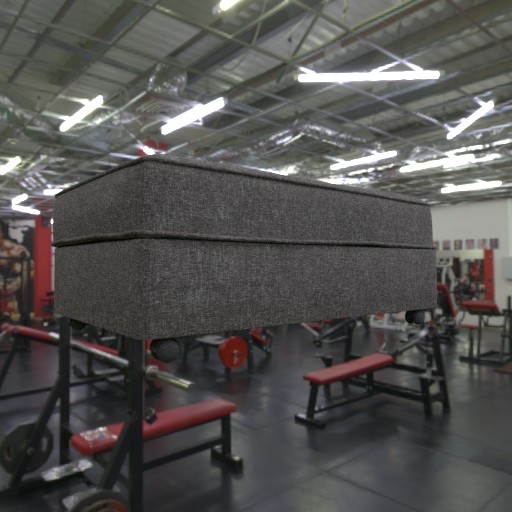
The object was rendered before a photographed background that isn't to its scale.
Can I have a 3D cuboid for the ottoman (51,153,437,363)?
[{"bbox_3d":[0.000,0.000,1.541,1.184,0.487,0.717,1,-1,-38],"label":"ottoman"}]
